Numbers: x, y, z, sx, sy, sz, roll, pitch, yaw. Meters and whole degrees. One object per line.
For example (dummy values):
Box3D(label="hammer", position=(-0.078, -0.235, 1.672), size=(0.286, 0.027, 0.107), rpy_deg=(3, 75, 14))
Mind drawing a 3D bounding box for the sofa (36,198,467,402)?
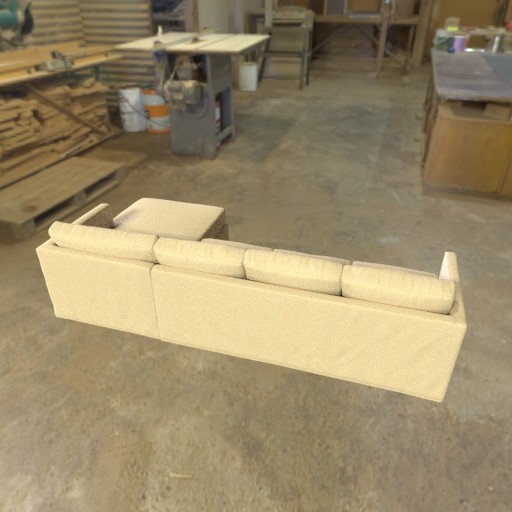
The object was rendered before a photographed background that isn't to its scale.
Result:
Box3D(label="sofa", position=(0.000, 0.000, 3.874), size=(3.206, 0.871, 1.622), rpy_deg=(9, 32, 14))
